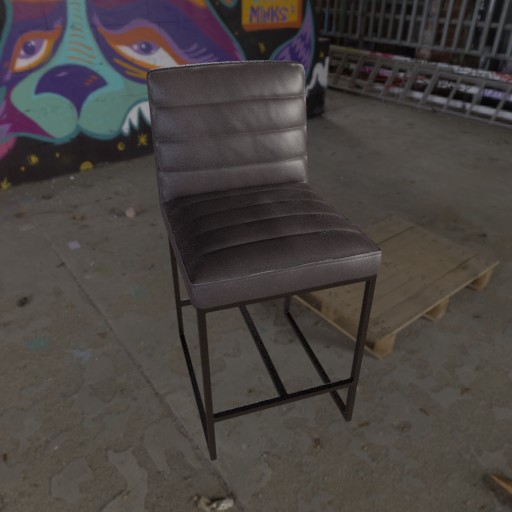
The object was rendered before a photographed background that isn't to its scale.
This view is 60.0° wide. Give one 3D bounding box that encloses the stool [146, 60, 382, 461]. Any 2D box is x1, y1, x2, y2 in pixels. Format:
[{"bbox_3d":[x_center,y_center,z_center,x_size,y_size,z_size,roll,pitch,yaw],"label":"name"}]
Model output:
[{"bbox_3d":[0.000,0.000,1.256,0.463,0.946,0.562,-10,34,-15],"label":"stool"}]
